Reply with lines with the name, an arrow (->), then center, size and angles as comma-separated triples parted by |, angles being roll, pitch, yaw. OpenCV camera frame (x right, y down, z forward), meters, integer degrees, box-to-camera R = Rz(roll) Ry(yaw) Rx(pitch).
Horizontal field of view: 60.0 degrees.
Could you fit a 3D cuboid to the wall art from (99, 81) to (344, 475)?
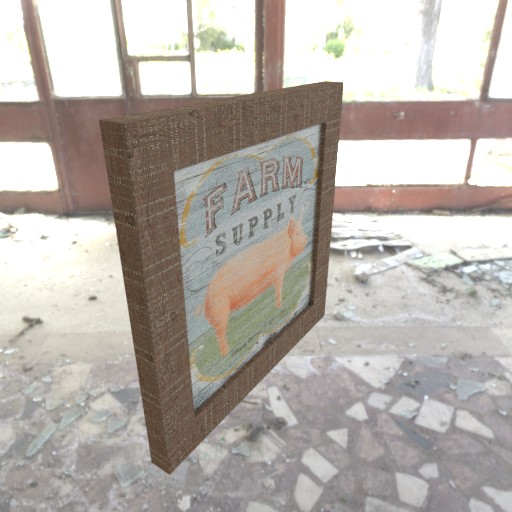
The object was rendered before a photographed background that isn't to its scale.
wall art -> 0.000, 0.000, 0.775 | 0.040, 0.531, 0.531 | 17, 31, 30
